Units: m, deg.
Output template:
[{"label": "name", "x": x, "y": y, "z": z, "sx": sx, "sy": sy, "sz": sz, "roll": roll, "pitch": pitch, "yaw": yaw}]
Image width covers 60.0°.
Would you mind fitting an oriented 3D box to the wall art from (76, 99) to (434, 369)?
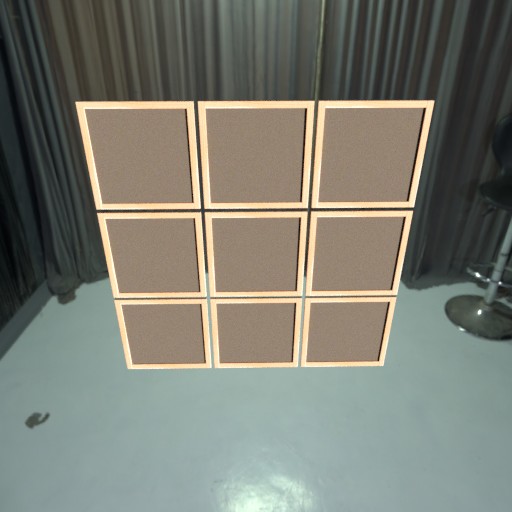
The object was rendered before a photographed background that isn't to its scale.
[{"label": "wall art", "x": 0.000, "y": 0.000, "z": 1.810, "sx": 1.216, "sy": 1.218, "sz": 0.013, "roll": -1, "pitch": 30, "yaw": -1}]
